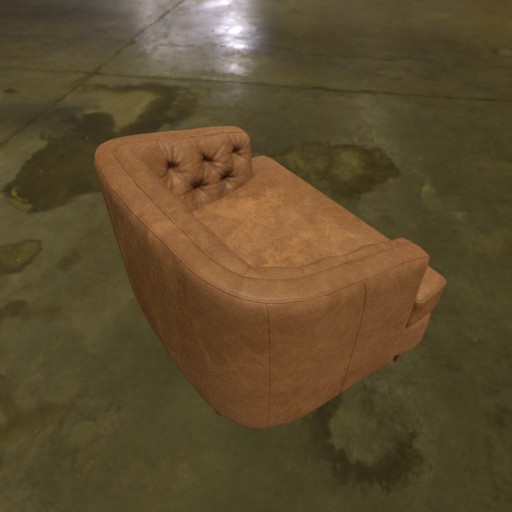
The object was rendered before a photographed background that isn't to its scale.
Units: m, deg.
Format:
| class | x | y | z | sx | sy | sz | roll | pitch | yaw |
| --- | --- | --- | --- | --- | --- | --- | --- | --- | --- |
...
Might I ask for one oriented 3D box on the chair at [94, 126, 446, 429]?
| class | x | y | z | sx | sy | sz | roll | pitch | yaw |
| --- | --- | --- | --- | --- | --- | --- | --- | --- | --- |
| chair | 0.000 | 0.000 | 1.730 | 0.911 | 0.836 | 1.119 | -25 | 47 | -25 |
